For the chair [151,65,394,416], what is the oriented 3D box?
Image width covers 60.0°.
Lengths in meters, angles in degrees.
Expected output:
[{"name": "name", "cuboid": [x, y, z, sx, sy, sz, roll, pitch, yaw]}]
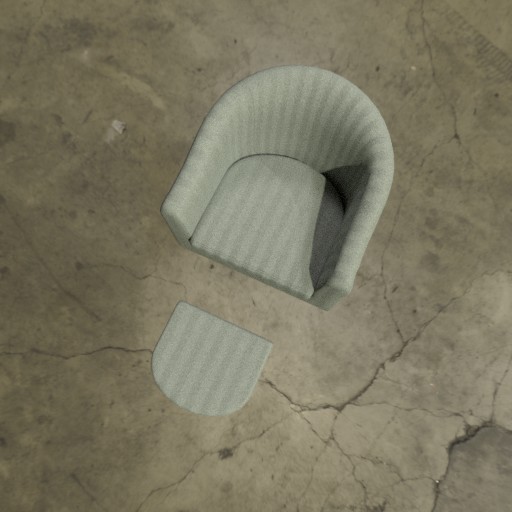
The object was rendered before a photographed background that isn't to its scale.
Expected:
[{"name": "chair", "cuboid": [0.000, 0.000, 1.778, 0.756, 0.757, 1.288, 24, 75, 7]}]
